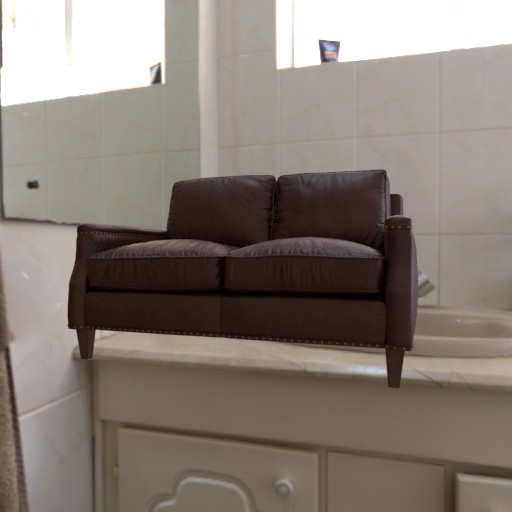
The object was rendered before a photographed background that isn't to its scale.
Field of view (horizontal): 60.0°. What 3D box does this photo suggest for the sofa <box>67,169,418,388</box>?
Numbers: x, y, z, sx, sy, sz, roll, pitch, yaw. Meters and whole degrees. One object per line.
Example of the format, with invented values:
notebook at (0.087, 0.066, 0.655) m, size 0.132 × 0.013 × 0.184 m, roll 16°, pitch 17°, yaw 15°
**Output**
sofa at (0.000, 0.000, 2.392) m, size 1.628 × 1.003 × 1.083 m, roll 0°, pitch 0°, yaw 18°
